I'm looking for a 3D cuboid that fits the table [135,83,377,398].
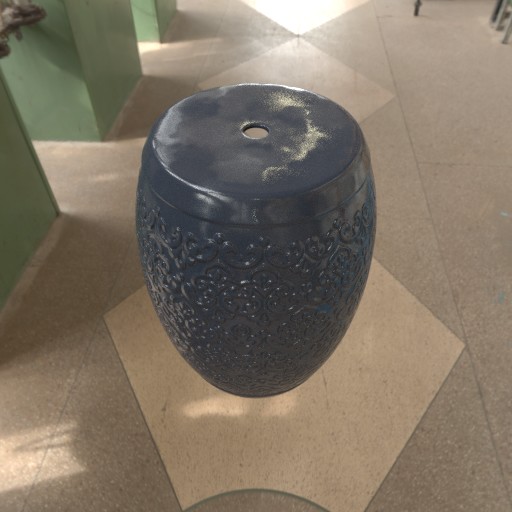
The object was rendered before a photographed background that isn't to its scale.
[{"bbox_3d":[0.000,0.000,0.621,0.309,0.397,0.309,0,47,0],"label":"table"}]
